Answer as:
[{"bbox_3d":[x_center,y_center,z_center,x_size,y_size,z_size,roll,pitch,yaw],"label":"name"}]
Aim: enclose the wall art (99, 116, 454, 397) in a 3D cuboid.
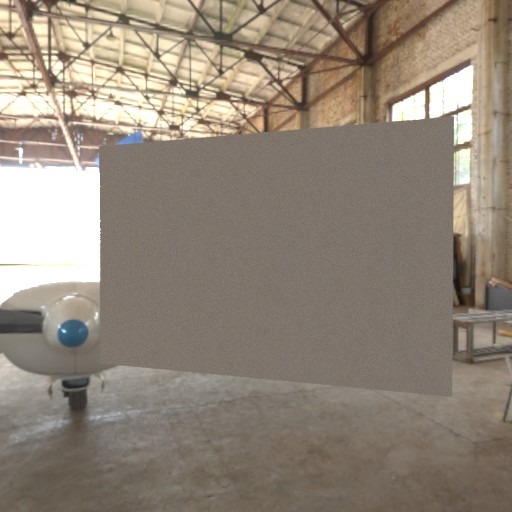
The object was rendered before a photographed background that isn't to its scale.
[{"bbox_3d":[0.000,0.000,1.102,0.898,0.601,0.038,0,1,18],"label":"wall art"}]
